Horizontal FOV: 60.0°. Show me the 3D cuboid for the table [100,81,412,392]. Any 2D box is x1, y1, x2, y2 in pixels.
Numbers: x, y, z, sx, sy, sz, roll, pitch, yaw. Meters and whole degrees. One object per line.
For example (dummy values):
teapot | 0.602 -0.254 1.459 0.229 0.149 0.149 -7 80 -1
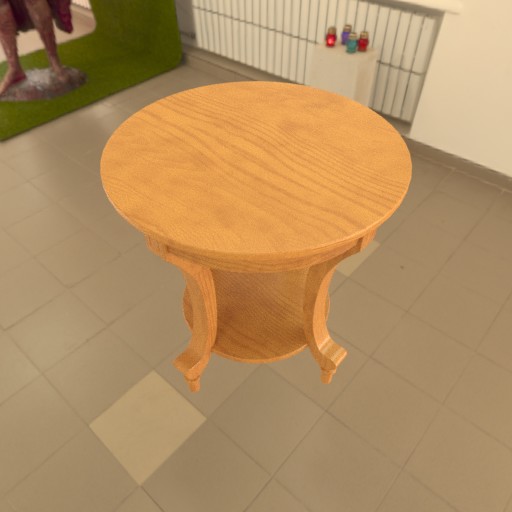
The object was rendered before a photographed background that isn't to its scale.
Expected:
table | 0.000 0.000 1.089 0.597 0.612 0.597 0 45 0
